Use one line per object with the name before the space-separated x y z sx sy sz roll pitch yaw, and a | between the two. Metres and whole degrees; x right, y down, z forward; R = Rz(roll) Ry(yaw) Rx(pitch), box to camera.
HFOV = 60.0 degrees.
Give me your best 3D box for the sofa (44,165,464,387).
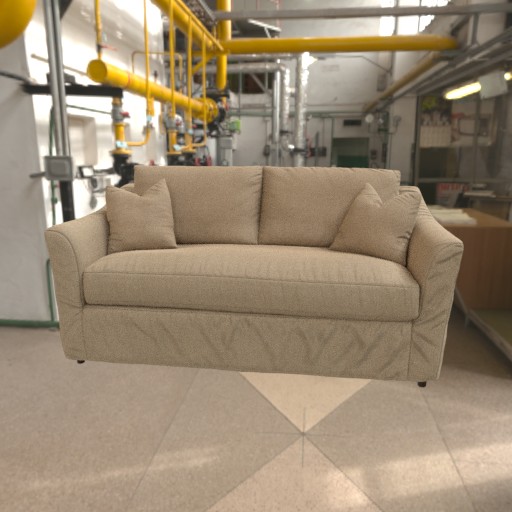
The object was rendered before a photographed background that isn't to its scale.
sofa | 0.000 0.000 2.599 2.010 1.018 1.072 2 14 8
